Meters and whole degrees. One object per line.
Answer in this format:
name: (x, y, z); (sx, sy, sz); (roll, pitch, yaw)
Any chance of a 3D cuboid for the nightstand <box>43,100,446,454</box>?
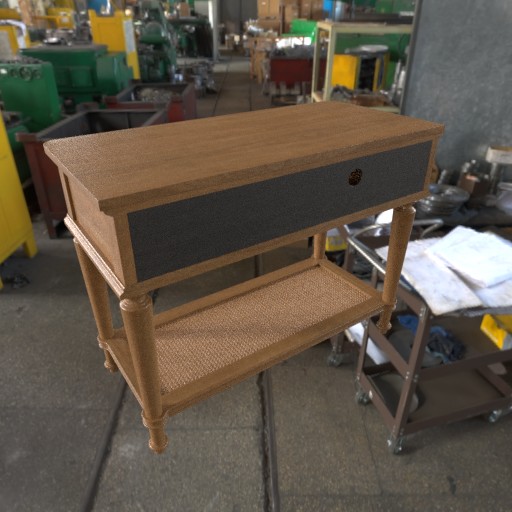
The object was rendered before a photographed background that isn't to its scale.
nightstand: (0.000, 0.000, 1.268); (0.914, 0.700, 0.432); (-19, 35, -29)
